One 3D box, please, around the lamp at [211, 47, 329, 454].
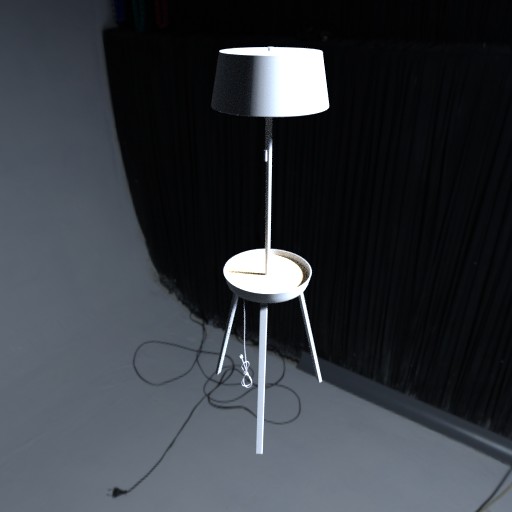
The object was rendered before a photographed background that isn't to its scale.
[{"bbox_3d":[0.000,0.000,1.670,0.468,1.429,0.508,19,34,31],"label":"lamp"}]
